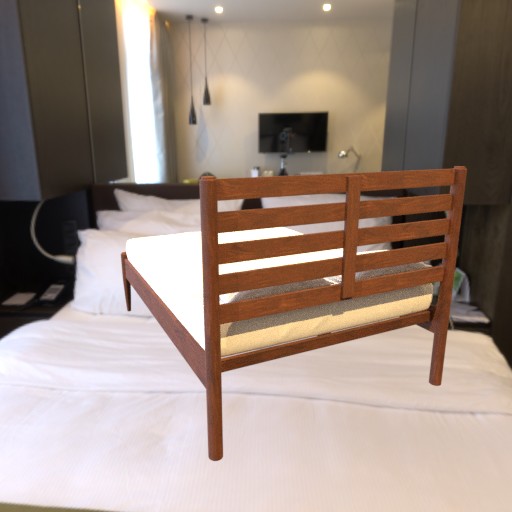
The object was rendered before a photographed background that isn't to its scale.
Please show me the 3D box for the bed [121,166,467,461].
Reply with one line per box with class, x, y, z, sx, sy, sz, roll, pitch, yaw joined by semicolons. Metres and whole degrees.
bed;0.000;0.000;3.111;1.509;1.304;2.093;-7;17;-26
